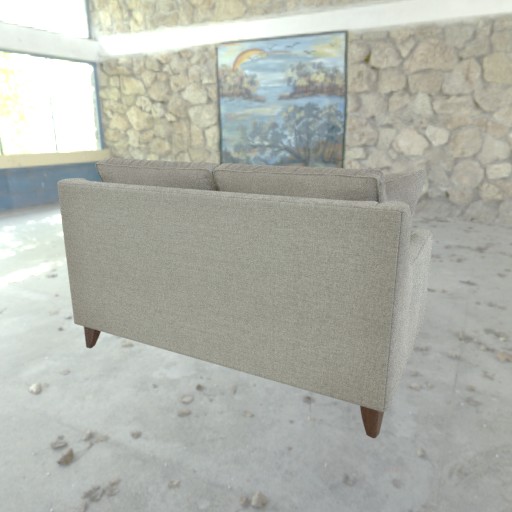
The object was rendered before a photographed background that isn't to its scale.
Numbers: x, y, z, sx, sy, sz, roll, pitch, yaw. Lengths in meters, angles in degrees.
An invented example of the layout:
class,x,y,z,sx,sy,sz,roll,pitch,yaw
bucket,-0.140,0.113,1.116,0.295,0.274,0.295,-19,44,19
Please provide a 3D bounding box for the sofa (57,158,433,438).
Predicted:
class,x,y,z,sx,sy,sz,roll,pitch,yaw
sofa,0.000,0.000,2.000,1.422,0.863,0.915,8,18,27
